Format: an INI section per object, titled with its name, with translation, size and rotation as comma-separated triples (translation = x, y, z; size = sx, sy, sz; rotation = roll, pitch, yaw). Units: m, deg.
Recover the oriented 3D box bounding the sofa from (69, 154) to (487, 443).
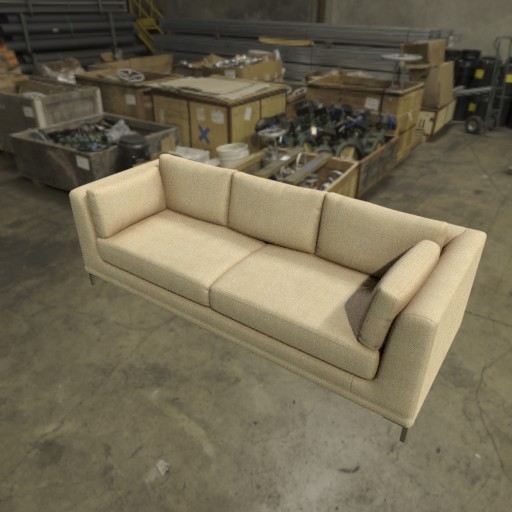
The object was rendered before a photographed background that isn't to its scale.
[sofa]
translation = 0.000, 0.000, 2.836
size = 2.415, 0.867, 0.969
rotation = 19, 35, 30
